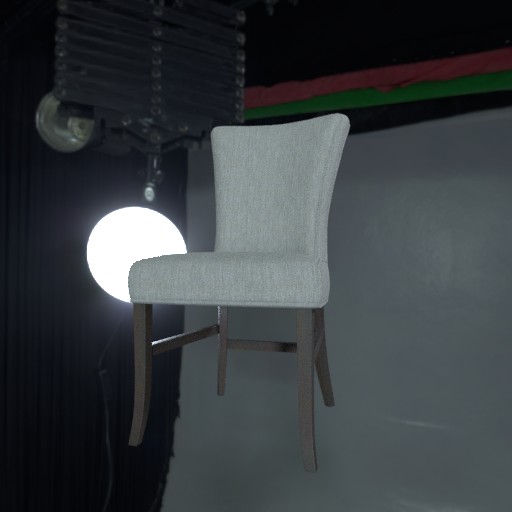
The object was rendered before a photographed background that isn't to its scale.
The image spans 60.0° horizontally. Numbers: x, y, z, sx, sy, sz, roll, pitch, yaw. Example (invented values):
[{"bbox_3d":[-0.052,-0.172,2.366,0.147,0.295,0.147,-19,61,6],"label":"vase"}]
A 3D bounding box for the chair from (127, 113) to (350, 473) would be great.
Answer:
[{"bbox_3d":[0.000,0.000,1.373,0.520,0.991,0.660,-1,-2,19],"label":"chair"}]
